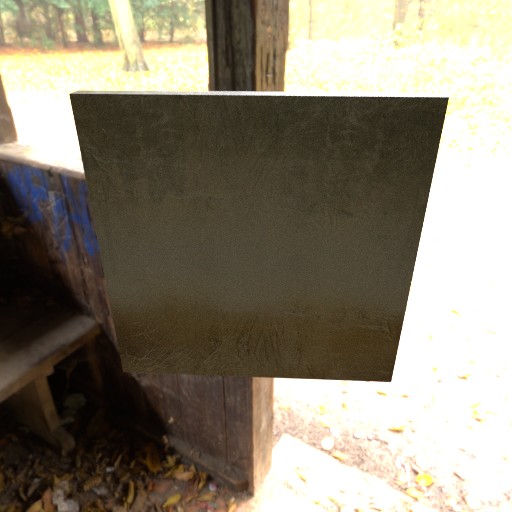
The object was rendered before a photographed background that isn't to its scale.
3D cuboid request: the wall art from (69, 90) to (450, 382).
[{"bbox_3d":[0.000,0.000,0.874,0.610,0.610,0.038,1,29,3],"label":"wall art"}]
